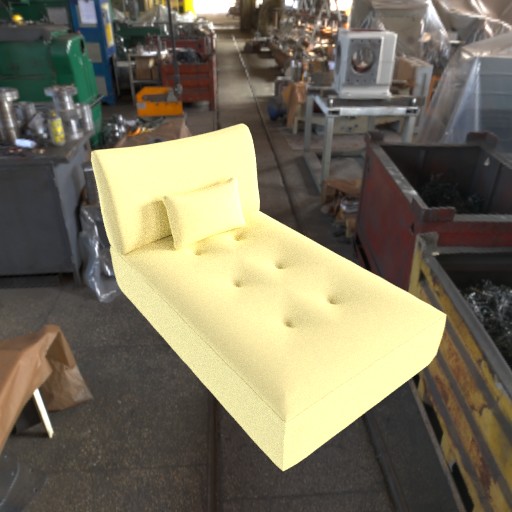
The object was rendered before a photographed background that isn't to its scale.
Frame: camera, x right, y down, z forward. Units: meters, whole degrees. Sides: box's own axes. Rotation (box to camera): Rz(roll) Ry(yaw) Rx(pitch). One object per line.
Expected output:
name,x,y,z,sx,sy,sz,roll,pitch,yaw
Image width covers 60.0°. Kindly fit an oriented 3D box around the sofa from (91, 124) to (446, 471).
sofa,0.000,0.000,2.057,0.930,0.820,1.450,-22,37,-32
